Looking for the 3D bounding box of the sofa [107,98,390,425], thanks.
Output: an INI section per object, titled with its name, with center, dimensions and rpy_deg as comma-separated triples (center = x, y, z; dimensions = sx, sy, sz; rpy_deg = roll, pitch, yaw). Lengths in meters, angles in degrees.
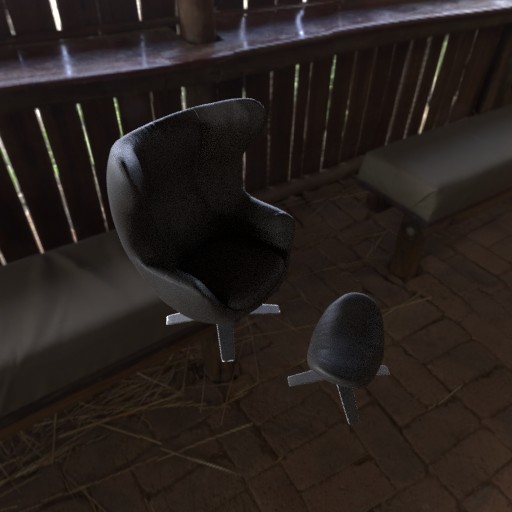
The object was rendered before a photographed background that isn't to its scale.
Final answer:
[sofa]
center = 0.000, 0.000, 2.144
dimensions = 1.444, 1.135, 0.894
rpy_deg = 26, 47, 28
